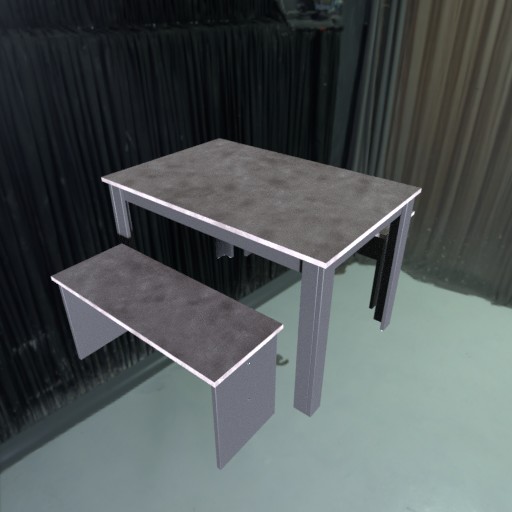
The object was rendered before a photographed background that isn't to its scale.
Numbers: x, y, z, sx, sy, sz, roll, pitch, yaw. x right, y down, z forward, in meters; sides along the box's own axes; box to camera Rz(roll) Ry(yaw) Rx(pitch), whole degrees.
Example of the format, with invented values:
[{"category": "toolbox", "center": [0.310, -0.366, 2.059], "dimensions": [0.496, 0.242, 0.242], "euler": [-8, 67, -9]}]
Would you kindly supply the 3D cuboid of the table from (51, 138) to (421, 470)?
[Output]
[{"category": "table", "center": [0.000, 0.000, 1.997], "dimensions": [1.100, 0.700, 1.443], "euler": [23, 38, 33]}]
